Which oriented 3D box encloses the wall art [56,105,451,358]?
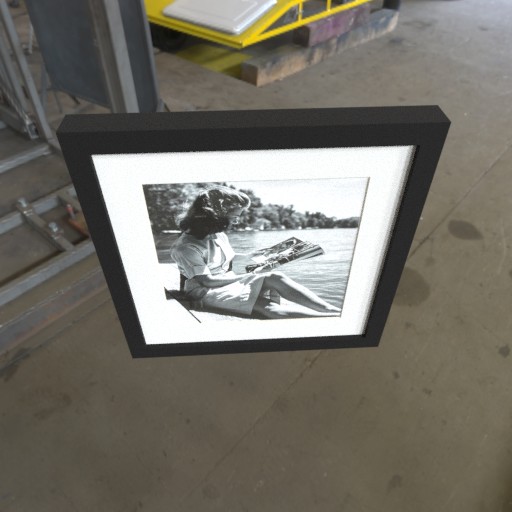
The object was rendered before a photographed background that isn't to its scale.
[{"bbox_3d":[0.000,0.000,0.460,0.308,0.305,0.030,-2,44,-2],"label":"wall art"}]
